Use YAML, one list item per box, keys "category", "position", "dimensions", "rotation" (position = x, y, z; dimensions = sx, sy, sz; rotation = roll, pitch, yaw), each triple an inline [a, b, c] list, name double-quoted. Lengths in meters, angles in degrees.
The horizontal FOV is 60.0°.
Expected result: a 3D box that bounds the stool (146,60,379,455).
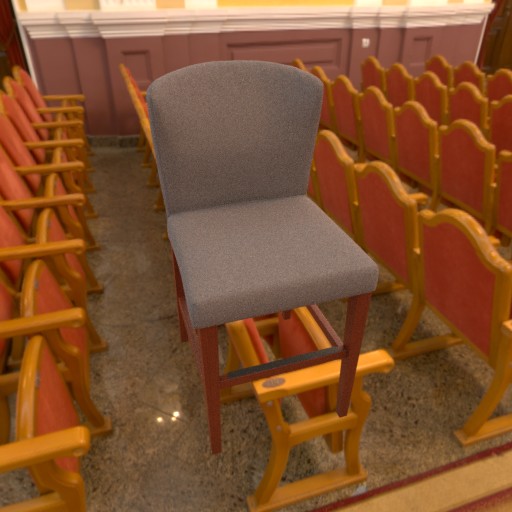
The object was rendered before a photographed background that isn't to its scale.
- category: "stool"
  position: [0.000, 0.000, 1.281]
  dimensions: [0.481, 0.968, 0.568]
  rotation: [-10, 34, -15]
